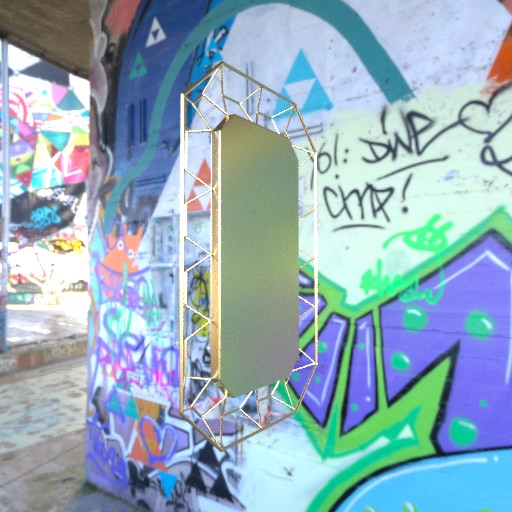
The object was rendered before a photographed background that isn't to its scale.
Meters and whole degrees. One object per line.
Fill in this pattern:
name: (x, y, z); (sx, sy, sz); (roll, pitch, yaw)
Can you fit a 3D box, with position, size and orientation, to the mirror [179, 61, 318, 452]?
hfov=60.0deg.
mirror: (0.000, 0.000, 1.127); (0.051, 0.870, 0.572); (-1, -2, 36)
